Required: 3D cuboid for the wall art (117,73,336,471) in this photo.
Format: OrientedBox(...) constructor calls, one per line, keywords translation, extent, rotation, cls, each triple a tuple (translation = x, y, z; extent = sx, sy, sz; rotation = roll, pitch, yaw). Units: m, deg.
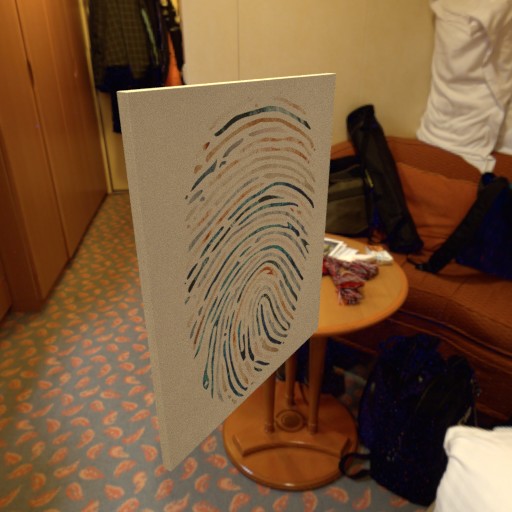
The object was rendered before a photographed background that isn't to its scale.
OrientedBox(translation=(0.000, 0.000, 0.960), extent=(0.021, 0.710, 0.609), rotation=(17, 30, 32), cls="wall art")
